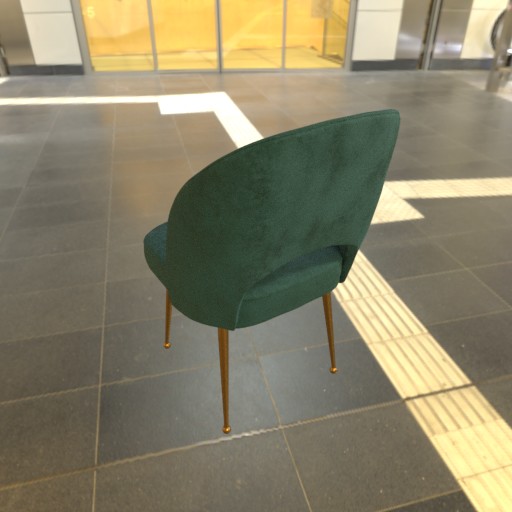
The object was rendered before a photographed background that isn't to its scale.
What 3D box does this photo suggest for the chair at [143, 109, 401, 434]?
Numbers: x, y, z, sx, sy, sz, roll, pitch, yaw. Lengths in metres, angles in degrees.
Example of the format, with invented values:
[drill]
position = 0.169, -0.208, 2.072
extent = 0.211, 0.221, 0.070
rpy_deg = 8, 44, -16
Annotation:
[chair]
position = 0.000, 0.000, 1.180
extent = 0.527, 0.860, 0.577
rpy_deg = -20, 37, -28
